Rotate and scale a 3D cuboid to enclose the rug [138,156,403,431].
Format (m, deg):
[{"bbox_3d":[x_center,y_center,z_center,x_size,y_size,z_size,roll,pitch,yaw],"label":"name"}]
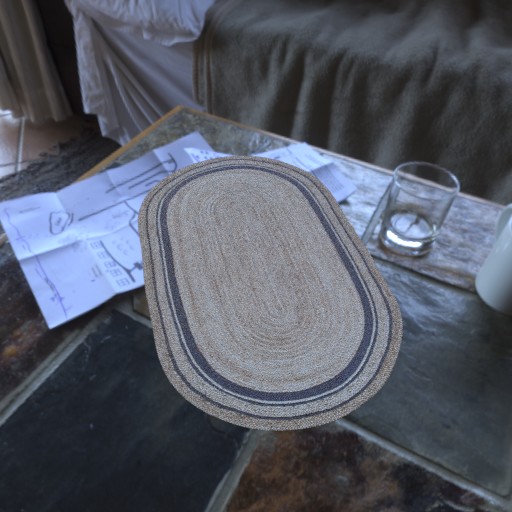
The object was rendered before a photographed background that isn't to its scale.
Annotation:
[{"bbox_3d":[0.000,0.000,3.031,1.520,0.006,2.432,-11,48,-11],"label":"rug"}]
